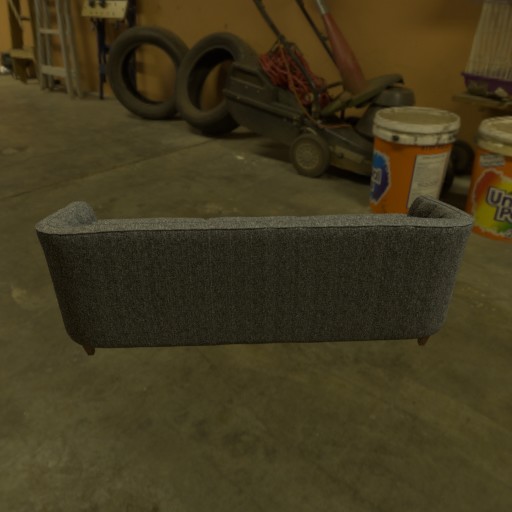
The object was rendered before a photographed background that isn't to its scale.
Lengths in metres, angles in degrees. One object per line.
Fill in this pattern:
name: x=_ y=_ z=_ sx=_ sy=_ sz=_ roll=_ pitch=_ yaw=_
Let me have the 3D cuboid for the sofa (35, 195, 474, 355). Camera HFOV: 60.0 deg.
sofa: x=0.000 y=0.000 z=2.702 sx=2.278 sy=0.855 sz=0.941 roll=-1 pitch=30 yaw=-2
